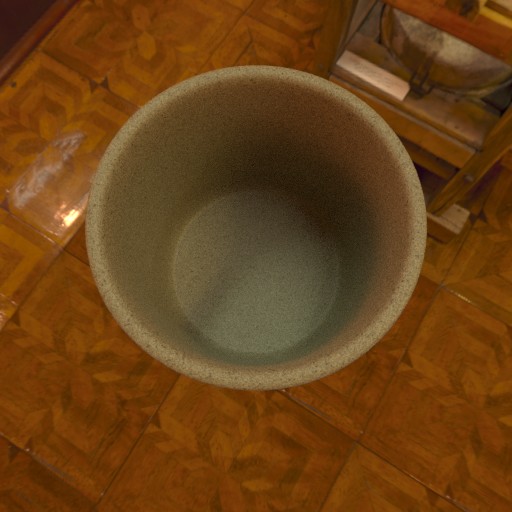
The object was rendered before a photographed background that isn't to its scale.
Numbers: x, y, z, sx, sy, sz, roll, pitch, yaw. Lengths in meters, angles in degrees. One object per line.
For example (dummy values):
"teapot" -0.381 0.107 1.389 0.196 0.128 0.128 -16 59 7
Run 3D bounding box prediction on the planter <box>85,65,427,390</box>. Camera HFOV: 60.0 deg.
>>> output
"planter" 0.000 0.000 0.343 0.191 0.200 0.191 0 76 0
